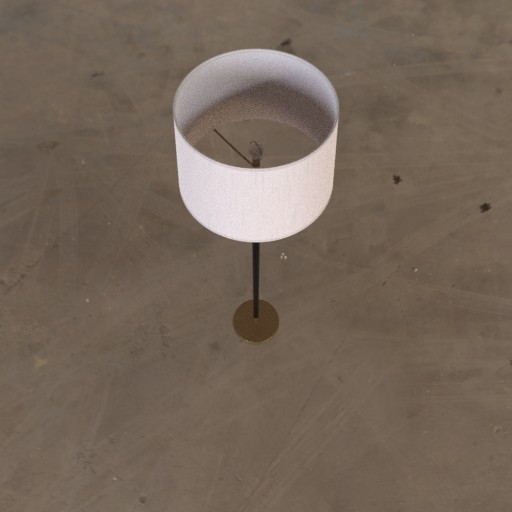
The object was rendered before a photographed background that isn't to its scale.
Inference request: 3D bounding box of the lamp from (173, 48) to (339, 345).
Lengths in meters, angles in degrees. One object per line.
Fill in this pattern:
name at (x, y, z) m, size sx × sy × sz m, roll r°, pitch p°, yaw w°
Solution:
lamp at (0.000, 0.000, 1.624) m, size 0.420 × 1.447 × 0.420 m, roll 0°, pitch 62°, yaw 0°
